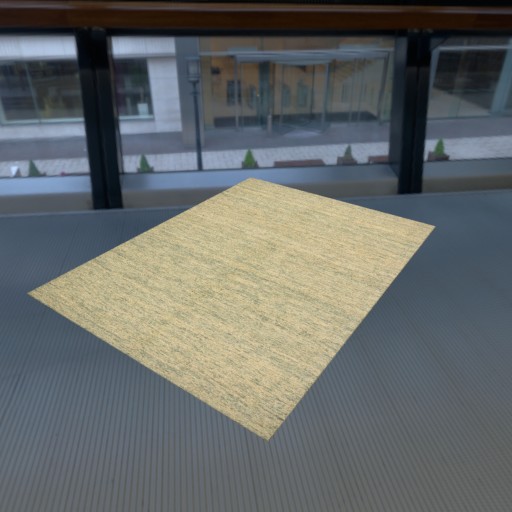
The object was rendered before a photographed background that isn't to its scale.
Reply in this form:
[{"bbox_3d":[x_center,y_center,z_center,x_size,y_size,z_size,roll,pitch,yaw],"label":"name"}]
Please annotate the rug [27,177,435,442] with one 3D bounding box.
[{"bbox_3d":[0.000,0.000,4.229,2.437,0.014,3.201,20,37,30],"label":"rug"}]
